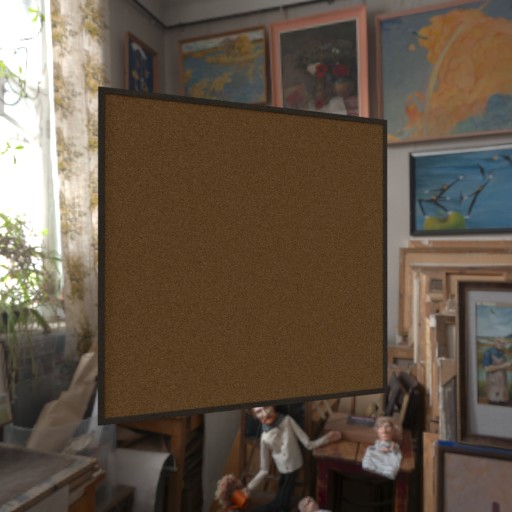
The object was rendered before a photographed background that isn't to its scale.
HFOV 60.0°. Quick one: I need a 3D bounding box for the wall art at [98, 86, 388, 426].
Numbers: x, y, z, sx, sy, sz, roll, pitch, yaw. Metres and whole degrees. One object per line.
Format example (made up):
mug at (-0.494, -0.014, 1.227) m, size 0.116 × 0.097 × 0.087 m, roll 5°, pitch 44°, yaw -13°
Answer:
wall art at (0.000, 0.000, 1.129) m, size 0.758 × 0.758 × 0.039 m, roll 0°, pitch 0°, yaw -19°
